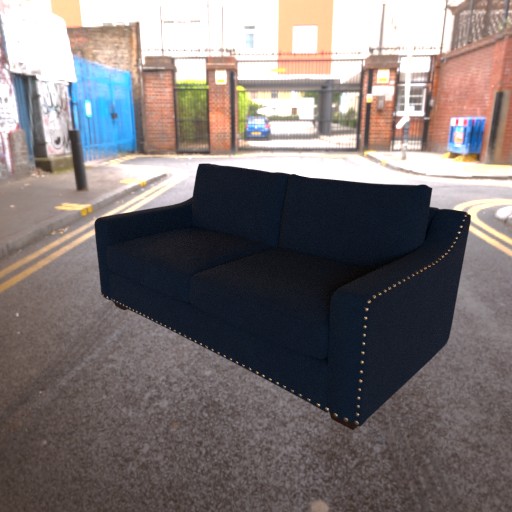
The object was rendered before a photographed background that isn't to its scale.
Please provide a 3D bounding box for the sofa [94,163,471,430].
[{"bbox_3d":[0.000,0.000,2.744,2.107,0.983,1.104,15,23,41],"label":"sofa"}]
